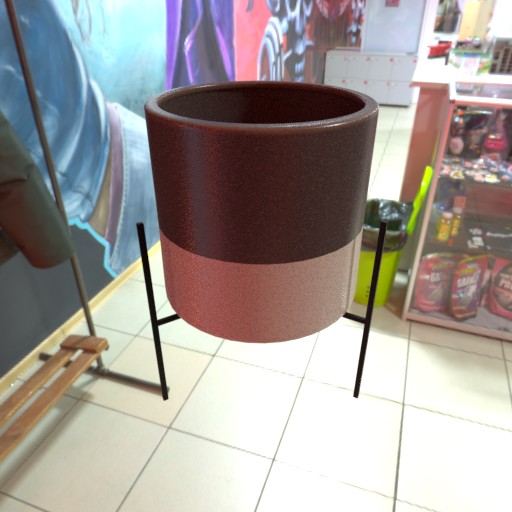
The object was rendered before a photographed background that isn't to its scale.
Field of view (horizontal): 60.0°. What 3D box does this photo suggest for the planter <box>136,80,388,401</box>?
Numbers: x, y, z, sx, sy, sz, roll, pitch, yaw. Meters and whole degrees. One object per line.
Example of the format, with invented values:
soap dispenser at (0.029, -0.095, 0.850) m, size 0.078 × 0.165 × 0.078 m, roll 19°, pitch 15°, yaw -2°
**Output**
planter at (0.000, 0.000, 0.525) m, size 0.260 × 0.353 × 0.250 m, roll -21°, pitch 37°, yaw -32°
